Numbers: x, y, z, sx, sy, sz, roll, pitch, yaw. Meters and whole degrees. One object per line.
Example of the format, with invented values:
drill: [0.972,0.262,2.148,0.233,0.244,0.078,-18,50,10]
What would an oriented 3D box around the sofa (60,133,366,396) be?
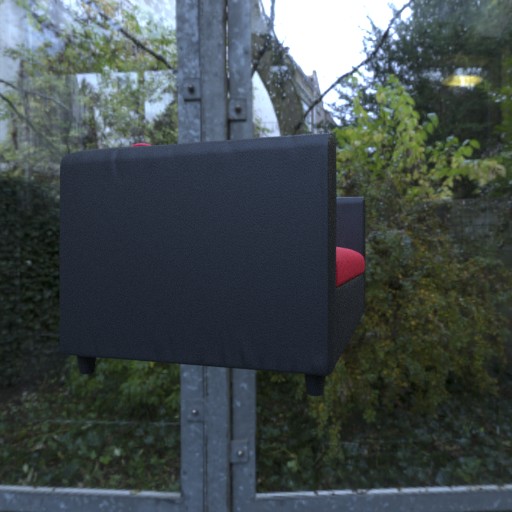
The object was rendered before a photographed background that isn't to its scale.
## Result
sofa: [0.000,0.000,1.899,0.845,0.735,1.410,0,0,17]
